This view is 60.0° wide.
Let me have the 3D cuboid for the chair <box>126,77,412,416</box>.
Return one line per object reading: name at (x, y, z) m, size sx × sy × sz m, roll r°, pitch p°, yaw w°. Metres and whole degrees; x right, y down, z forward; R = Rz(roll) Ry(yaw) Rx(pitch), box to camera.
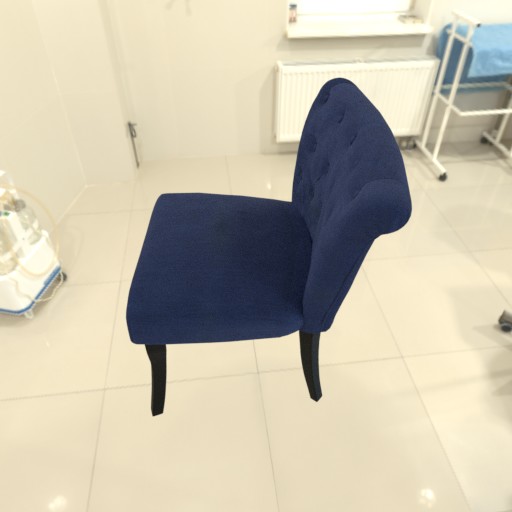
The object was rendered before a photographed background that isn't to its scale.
chair at (0.000, 0.000, 1.191) m, size 0.606 × 0.753 × 0.585 m, roll 0°, pitch 41°, yaw 0°
